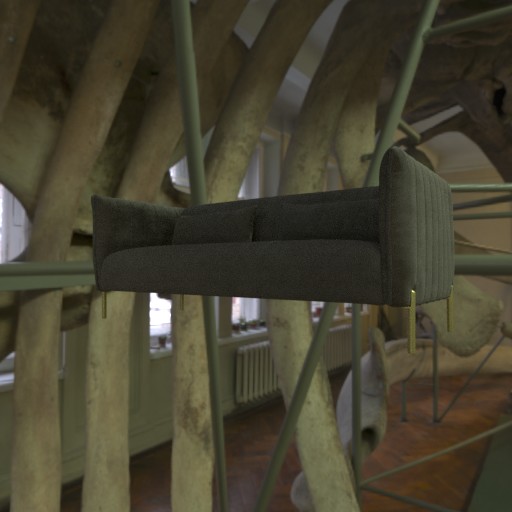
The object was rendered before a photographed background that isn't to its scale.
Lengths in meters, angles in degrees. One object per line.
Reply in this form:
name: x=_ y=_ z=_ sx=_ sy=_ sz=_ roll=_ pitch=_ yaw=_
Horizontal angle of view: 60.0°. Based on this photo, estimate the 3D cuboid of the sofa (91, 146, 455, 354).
sofa: x=0.000 y=0.000 z=2.515 sx=1.980 sy=0.780 sz=0.876 roll=-1 pitch=-2 yaw=36
